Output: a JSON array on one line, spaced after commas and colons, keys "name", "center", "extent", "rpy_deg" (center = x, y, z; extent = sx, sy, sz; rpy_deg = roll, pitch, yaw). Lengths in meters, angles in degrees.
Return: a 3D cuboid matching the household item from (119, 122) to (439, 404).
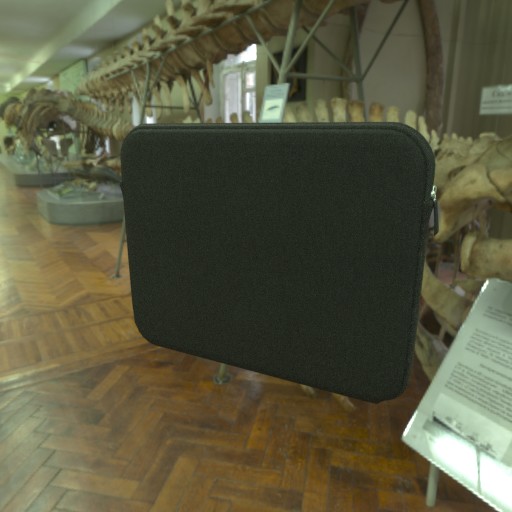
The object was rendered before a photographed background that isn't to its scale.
[{"name": "household item", "center": [0.000, 0.000, 0.529], "extent": [0.396, 0.305, 0.030], "rpy_deg": [8, 18, 26]}]
